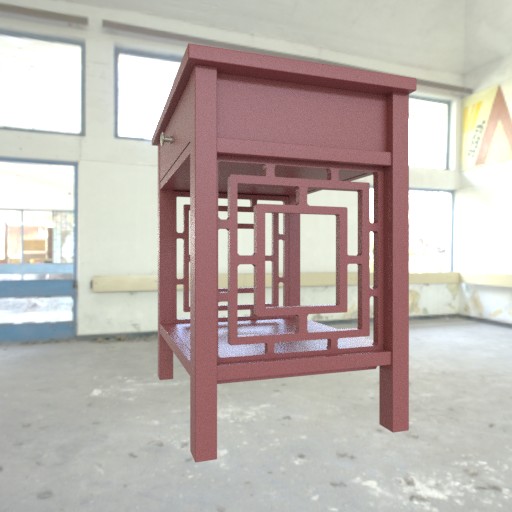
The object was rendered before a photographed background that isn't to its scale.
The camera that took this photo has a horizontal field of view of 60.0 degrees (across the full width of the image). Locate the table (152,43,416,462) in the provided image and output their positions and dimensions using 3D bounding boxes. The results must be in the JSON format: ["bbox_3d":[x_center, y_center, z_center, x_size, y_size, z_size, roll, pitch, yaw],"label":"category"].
[{"bbox_3d":[0.000,0.000,1.065,0.451,0.686,0.599,0,0,-19],"label":"table"}]
